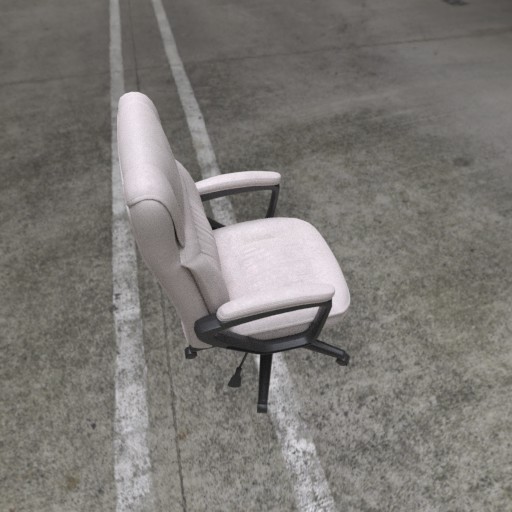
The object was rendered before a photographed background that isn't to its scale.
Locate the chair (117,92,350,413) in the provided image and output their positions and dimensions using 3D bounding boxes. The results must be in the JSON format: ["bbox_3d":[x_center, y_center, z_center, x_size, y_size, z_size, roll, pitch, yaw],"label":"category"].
[{"bbox_3d":[0.000,0.000,1.551,0.724,1.105,0.667,-10,48,-10],"label":"chair"}]
